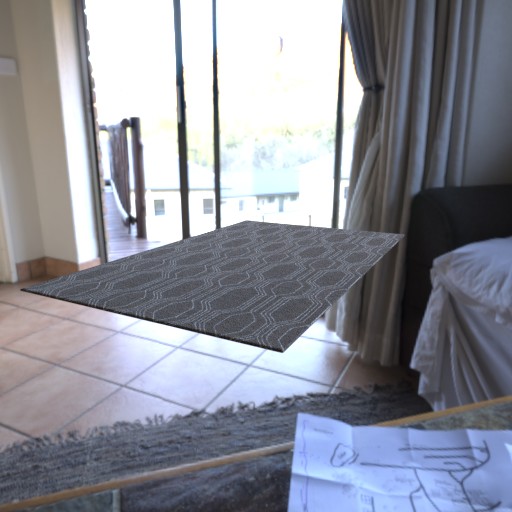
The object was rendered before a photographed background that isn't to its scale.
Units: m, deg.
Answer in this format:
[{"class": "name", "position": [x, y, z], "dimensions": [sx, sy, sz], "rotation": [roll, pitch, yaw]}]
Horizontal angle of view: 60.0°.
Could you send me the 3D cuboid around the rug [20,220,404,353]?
[{"class": "rug", "position": [0.000, 0.000, 3.053], "dimensions": [1.541, 0.012, 2.457], "rotation": [8, 16, 27]}]
